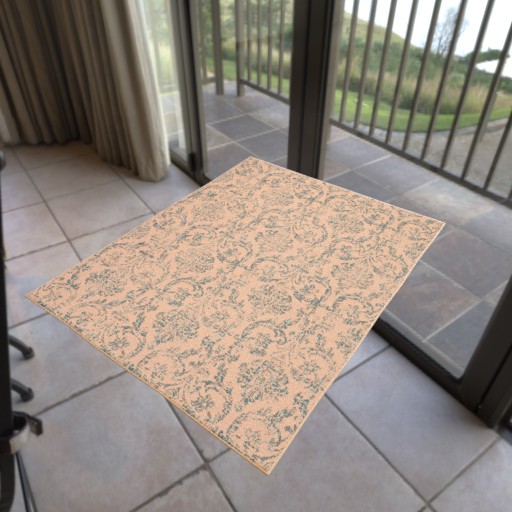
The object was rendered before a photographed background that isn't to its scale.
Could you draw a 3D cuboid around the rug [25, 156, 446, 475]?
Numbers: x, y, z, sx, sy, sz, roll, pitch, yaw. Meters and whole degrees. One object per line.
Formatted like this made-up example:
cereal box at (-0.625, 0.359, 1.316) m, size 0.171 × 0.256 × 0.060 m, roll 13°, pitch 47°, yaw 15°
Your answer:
rug at (0.000, 0.000, 3.898) m, size 2.363 × 0.012 × 2.980 m, roll 25°, pitch 46°, yaw 27°
